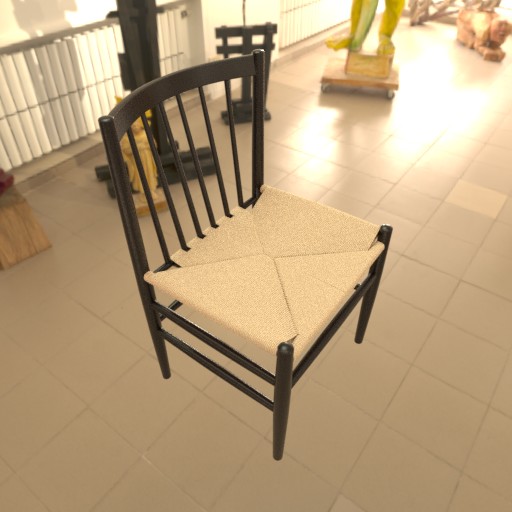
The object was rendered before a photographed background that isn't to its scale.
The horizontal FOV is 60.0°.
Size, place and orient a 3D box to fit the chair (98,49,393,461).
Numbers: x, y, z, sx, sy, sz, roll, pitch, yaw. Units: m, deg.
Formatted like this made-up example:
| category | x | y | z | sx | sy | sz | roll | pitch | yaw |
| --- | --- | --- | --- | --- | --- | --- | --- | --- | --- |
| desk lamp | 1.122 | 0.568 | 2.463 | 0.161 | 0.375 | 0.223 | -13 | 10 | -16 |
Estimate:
| category | x | y | z | sx | sy | sz | roll | pitch | yaw |
| --- | --- | --- | --- | --- | --- | --- | --- | --- | --- |
| chair | 0.000 | 0.000 | 1.124 | 0.516 | 0.818 | 0.495 | 26 | 48 | 26 |
